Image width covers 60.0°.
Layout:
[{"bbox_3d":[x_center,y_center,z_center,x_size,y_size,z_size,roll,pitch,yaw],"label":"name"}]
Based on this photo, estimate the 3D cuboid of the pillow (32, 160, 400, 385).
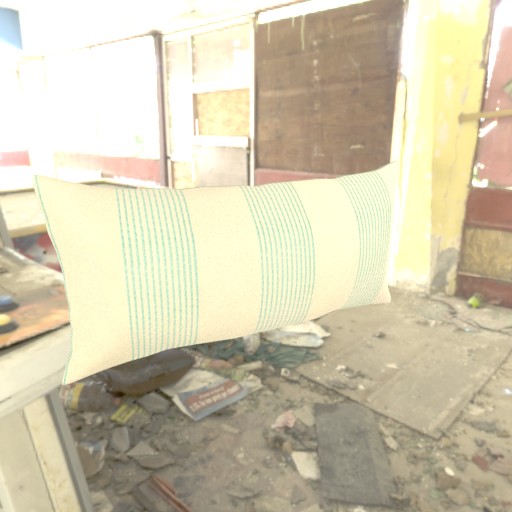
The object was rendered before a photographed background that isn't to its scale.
[{"bbox_3d":[0.000,0.000,0.709,0.610,0.287,0.151,-9,18,-27],"label":"pillow"}]
